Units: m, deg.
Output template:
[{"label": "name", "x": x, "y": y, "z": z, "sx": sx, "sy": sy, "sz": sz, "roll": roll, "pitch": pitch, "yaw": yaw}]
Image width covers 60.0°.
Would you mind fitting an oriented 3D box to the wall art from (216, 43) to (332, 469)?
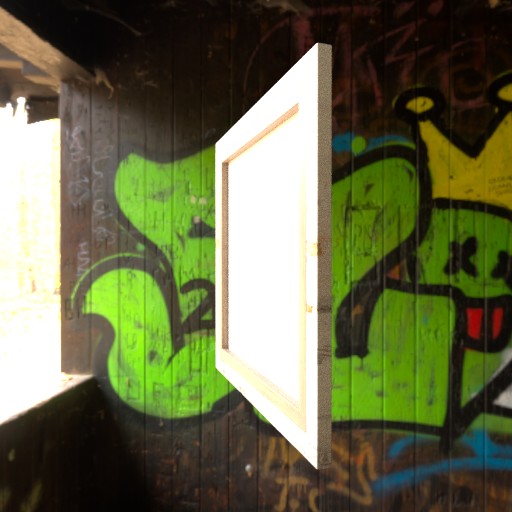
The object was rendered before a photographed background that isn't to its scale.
[{"label": "wall art", "x": 0.000, "y": 0.000, "z": 1.542, "sx": 0.040, "sy": 1.018, "sz": 1.015, "roll": 0, "pitch": 0, "yaw": -19}]
